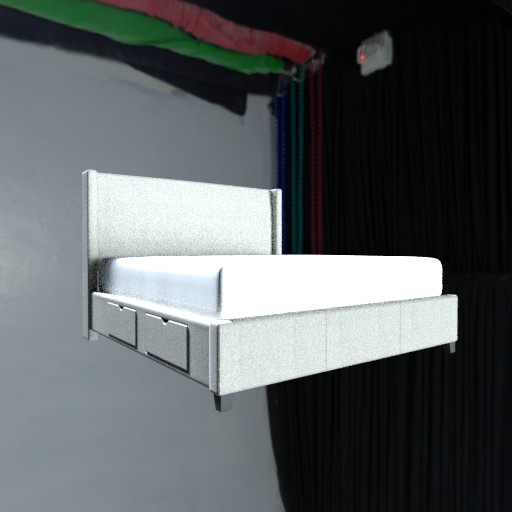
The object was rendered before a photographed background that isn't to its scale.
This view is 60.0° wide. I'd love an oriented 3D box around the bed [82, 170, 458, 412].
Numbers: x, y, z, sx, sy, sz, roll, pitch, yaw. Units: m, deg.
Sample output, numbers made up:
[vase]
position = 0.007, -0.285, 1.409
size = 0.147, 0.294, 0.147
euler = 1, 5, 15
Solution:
[bed]
position = 0.000, 0.000, 3.634
size = 2.140, 1.470, 2.280
euler = -1, 1, -36
